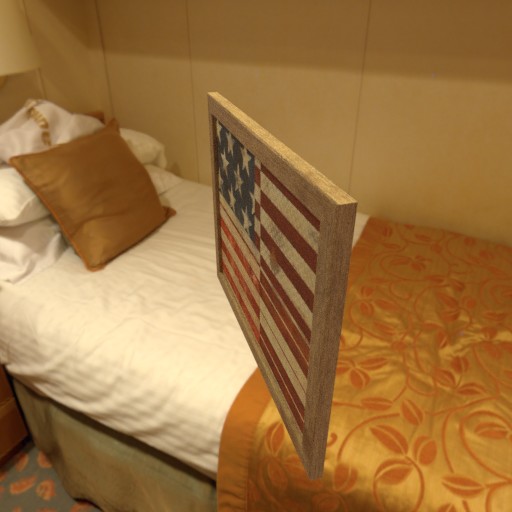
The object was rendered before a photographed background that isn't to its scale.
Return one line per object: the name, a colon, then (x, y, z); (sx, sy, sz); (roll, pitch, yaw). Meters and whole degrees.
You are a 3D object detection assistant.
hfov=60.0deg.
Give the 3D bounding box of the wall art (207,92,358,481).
wall art: (0.000, 0.000, 0.933); (0.026, 0.535, 0.690); (-9, 32, -15)
